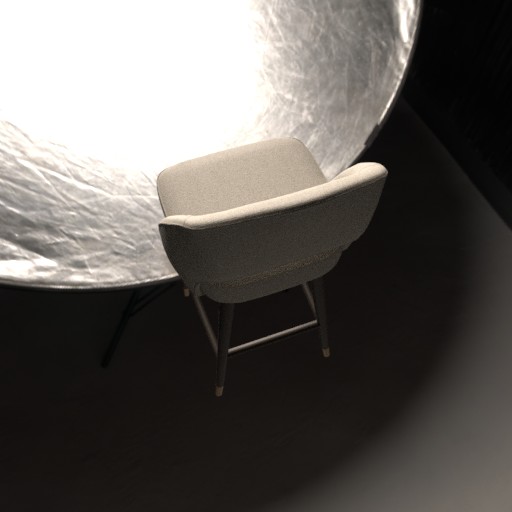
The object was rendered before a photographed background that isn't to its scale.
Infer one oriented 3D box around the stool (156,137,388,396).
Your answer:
[{"bbox_3d":[0.000,0.000,1.302,0.494,1.037,0.509,-17,59,-11],"label":"stool"}]
